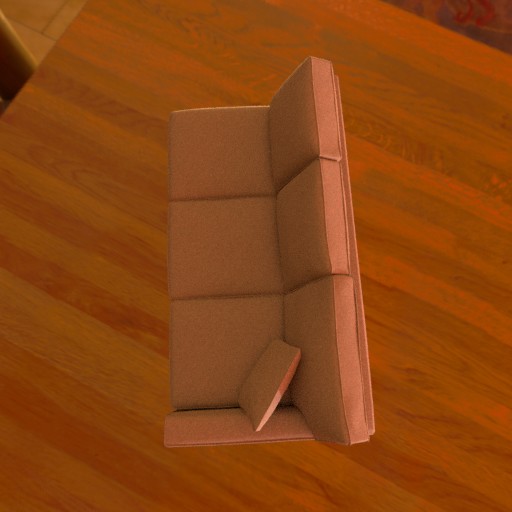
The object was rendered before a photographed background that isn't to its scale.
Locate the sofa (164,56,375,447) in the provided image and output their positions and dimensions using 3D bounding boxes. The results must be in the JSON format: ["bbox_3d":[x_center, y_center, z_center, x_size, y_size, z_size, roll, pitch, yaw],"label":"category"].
[{"bbox_3d":[0.000,0.000,2.549,1.034,0.946,1.963,-2,75,-1],"label":"sofa"}]
